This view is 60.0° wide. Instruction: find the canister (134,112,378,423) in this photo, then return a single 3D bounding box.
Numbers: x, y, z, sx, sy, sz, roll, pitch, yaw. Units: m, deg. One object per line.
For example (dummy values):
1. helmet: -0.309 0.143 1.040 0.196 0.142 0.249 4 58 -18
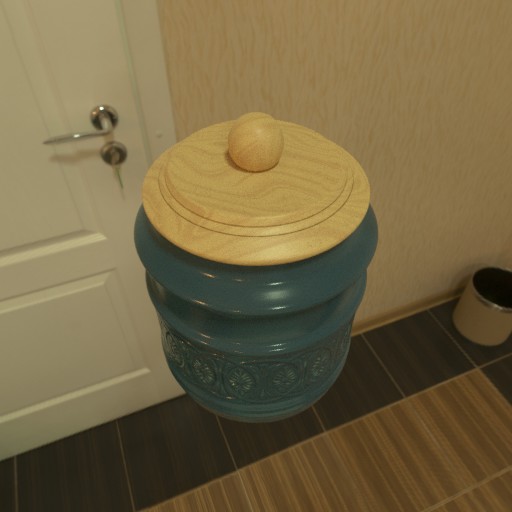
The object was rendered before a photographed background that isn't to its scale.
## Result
1. canister: 0.000 0.000 0.260 0.130 0.176 0.130 0 45 0
